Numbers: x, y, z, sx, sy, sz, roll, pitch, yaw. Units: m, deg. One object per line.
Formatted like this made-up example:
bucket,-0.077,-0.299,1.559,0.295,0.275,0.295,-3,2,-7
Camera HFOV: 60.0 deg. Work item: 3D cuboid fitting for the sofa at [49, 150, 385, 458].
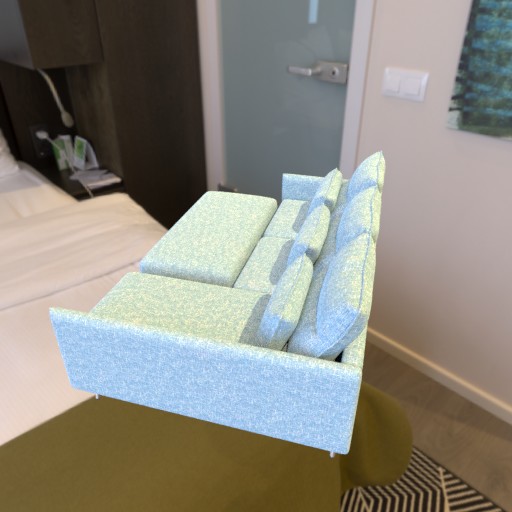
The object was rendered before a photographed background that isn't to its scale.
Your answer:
sofa,0.000,0.000,2.777,1.420,0.899,2.034,8,32,14
